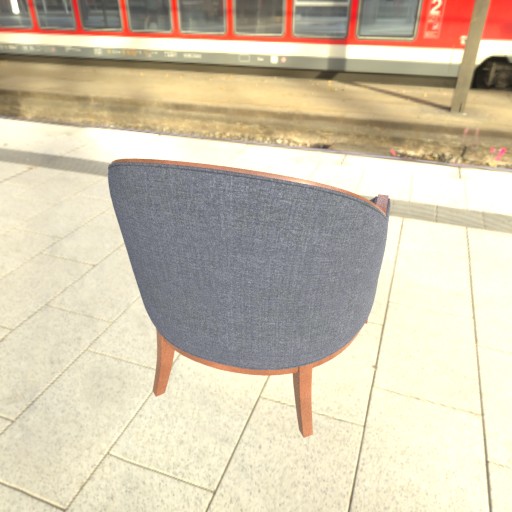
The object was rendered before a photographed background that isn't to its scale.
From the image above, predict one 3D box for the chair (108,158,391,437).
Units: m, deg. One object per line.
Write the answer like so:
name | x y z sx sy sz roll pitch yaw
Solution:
chair | 0.000 0.000 1.468 0.803 0.876 0.735 10 33 15
